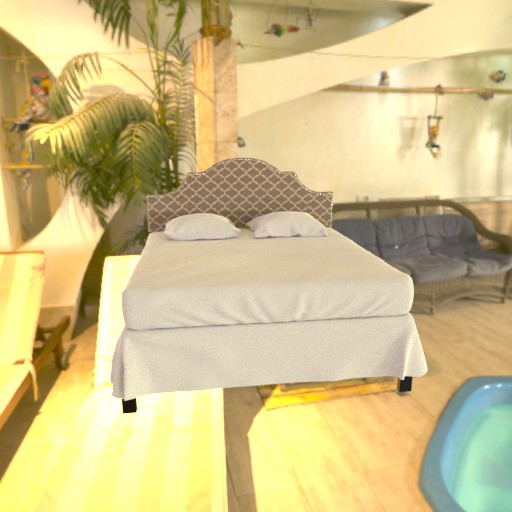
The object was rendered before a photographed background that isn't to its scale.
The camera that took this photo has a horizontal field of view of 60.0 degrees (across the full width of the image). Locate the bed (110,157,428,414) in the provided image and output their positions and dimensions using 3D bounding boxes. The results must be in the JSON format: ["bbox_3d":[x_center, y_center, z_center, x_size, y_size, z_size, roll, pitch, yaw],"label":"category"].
[{"bbox_3d":[0.000,0.000,3.857,2.314,1.601,2.222,-2,15,-8],"label":"bed"}]
